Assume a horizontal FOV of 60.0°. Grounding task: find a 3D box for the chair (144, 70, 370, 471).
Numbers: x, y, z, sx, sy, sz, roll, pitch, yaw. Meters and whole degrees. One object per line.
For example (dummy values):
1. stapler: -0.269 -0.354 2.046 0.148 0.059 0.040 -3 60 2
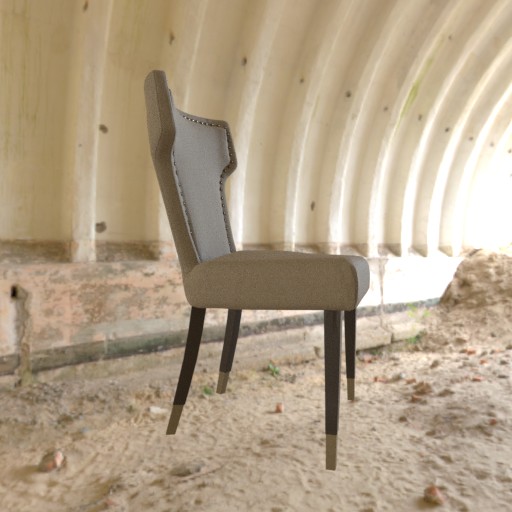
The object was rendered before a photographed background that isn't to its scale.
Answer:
1. chair: 0.000 0.000 1.306 0.630 0.955 0.526 0 0 17
